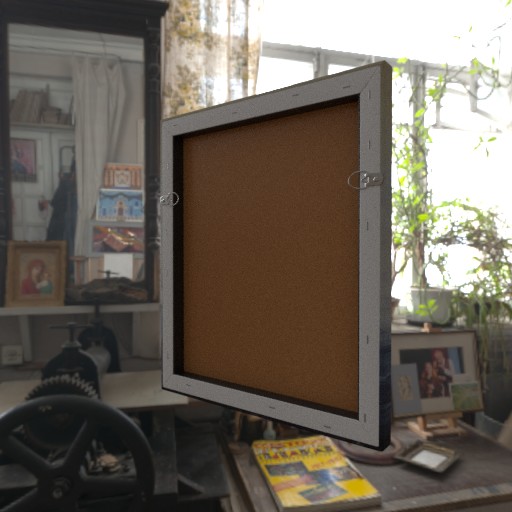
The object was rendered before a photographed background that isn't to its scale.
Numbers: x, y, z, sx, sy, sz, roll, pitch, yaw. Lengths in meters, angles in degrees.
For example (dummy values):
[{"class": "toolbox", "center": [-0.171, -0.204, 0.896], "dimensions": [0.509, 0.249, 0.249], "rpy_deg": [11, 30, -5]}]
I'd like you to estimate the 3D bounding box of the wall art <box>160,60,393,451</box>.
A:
[{"class": "wall art", "center": [0.000, 0.000, 0.995], "dimensions": [0.608, 0.710, 0.041], "rpy_deg": [1, 1, 37]}]
